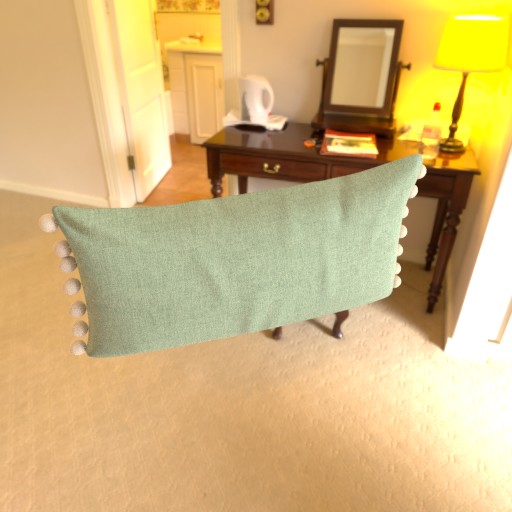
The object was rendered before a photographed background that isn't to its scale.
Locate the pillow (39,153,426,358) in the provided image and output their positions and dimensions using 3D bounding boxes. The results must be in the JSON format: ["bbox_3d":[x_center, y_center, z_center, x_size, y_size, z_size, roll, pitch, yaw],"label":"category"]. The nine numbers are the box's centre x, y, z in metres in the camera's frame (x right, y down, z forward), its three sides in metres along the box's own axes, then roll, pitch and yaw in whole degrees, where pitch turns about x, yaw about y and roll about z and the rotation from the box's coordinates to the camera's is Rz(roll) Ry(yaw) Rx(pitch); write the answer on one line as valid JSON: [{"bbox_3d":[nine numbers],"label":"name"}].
[{"bbox_3d":[0.000,0.000,0.825,0.709,0.322,0.201,-10,33,-16],"label":"pillow"}]
